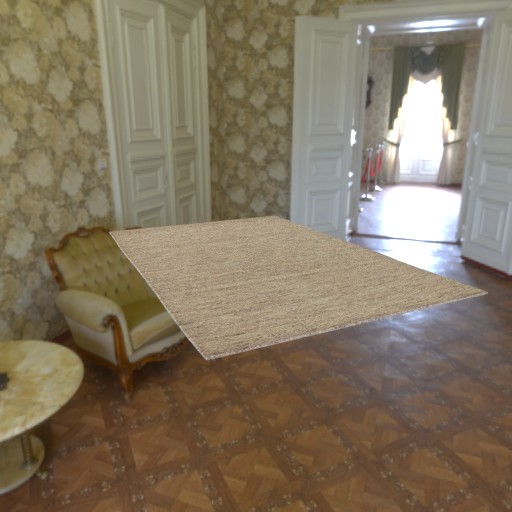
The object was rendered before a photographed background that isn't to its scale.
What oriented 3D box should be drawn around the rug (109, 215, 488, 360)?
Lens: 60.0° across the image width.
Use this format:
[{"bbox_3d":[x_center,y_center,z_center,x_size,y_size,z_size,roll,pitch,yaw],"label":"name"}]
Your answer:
[{"bbox_3d":[0.000,0.000,2.939,1.547,0.013,2.283,-8,18,-25],"label":"rug"}]
